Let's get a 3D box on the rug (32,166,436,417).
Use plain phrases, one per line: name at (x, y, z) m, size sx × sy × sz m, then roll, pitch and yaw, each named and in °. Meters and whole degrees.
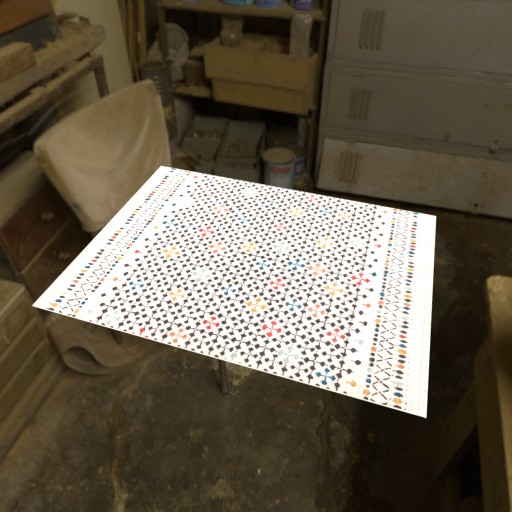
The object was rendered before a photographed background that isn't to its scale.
rug at (0.000, 0.000, 4.188) m, size 3.196 × 0.007 × 2.354 m, roll 13°, pitch 44°, yaw 13°
